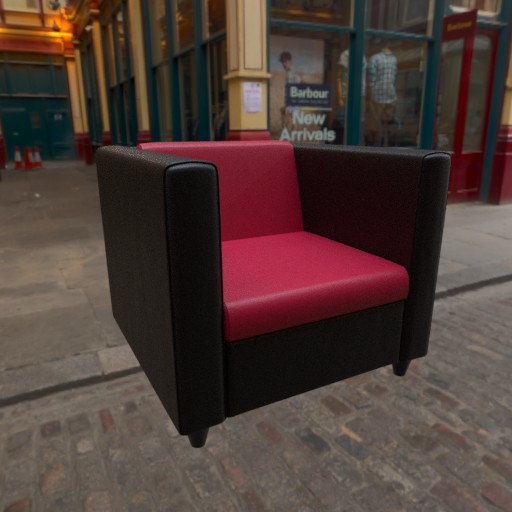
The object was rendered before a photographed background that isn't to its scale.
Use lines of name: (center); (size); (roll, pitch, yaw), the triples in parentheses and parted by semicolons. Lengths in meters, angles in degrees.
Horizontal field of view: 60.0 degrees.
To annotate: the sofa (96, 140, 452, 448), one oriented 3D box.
sofa: (0.000, 0.000, 1.476); (0.839, 0.724, 0.809); (-9, 18, -27)
